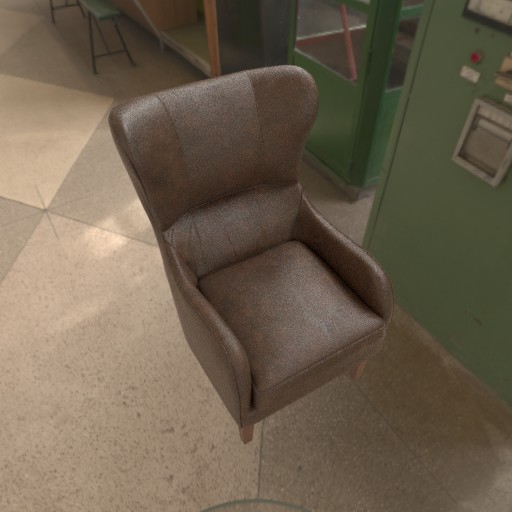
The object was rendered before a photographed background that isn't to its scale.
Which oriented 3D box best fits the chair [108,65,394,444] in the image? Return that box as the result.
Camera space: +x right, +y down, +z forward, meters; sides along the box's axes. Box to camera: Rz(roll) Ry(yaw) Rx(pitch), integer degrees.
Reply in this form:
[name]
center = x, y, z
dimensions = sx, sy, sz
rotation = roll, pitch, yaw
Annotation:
[chair]
center = 0.000, 0.000, 1.599
dimensions = 0.692, 1.048, 0.914
rotation = -23, 50, -21
